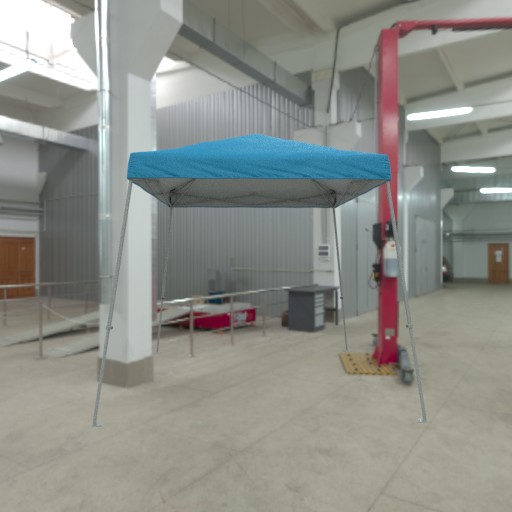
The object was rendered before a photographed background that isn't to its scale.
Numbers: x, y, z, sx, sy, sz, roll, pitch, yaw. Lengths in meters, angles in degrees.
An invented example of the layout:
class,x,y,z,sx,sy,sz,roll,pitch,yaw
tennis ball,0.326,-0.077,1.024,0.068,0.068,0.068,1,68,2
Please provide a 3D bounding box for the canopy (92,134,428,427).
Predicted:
class,x,y,z,sx,sy,sz,roll,pitch,yaw
canopy,0.000,0.000,5.174,2.849,2.850,2.850,0,0,-2
